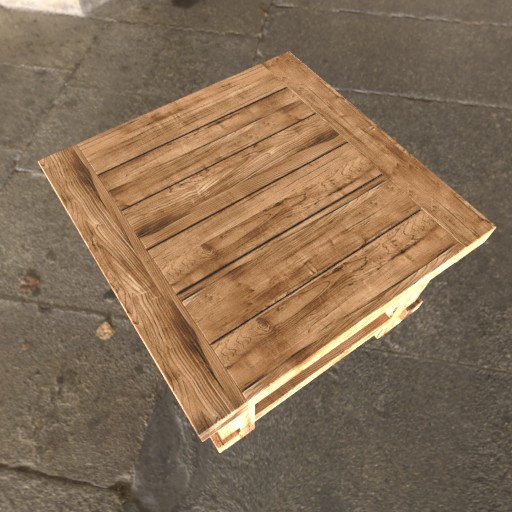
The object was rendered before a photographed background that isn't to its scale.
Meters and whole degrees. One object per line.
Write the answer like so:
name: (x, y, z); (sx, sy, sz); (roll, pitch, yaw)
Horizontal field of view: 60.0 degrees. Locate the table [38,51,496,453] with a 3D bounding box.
table: (0.000, 0.000, 1.015); (0.610, 0.457, 0.610); (-31, 64, -17)
